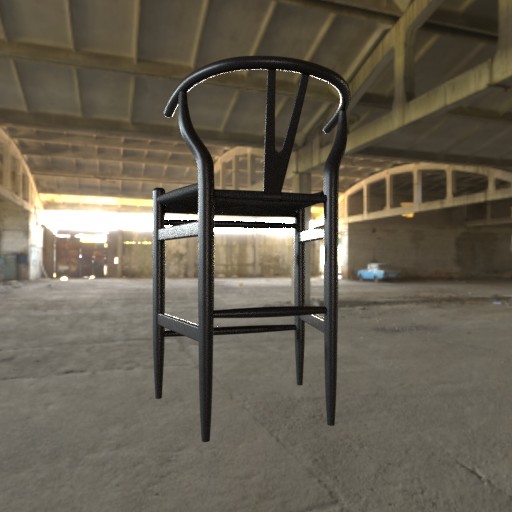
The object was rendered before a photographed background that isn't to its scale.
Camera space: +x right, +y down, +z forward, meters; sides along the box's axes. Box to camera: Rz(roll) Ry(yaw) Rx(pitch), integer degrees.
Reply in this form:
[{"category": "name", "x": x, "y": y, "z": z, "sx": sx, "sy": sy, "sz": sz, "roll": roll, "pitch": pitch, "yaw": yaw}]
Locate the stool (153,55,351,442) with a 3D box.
[{"category": "stool", "x": 0.000, "y": 0.000, "z": 1.350, "sx": 0.569, "sy": 0.970, "sz": 0.579, "roll": 0, "pitch": -1, "yaw": -18}]
